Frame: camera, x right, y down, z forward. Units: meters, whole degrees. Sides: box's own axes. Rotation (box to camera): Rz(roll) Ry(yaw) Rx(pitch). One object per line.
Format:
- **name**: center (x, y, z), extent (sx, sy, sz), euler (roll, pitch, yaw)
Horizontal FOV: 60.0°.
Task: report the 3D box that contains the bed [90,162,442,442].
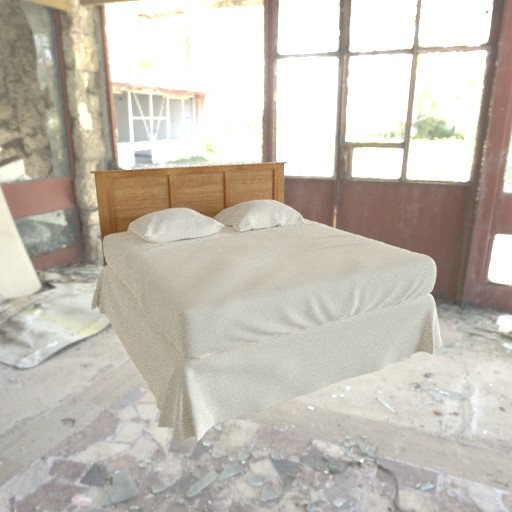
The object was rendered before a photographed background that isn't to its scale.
- **bed**: center (0.000, 0.000, 3.594), extent (2.317, 1.270, 2.215), euler (-9, 19, -28)
